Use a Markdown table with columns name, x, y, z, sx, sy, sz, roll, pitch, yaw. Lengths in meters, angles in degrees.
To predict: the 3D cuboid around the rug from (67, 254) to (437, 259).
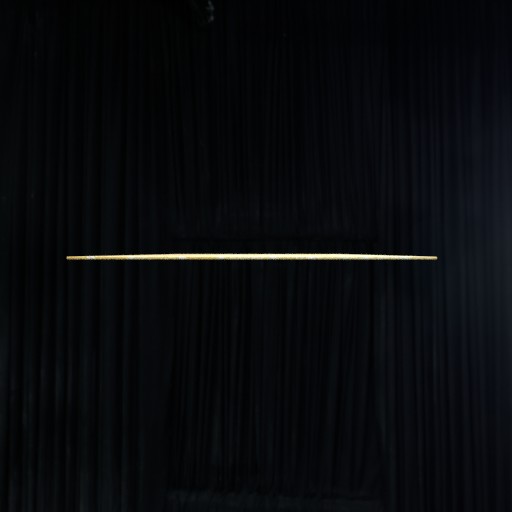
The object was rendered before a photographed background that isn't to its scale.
| name | x | y | z | sx | sy | sz | roll | pitch | yaw |
| --- | --- | --- | --- | --- | --- | --- | --- | --- | --- |
| rug | 0.000 | 0.000 | 2.357 | 1.213 | 0.010 | 1.829 | 0 | 0 | 1 |
